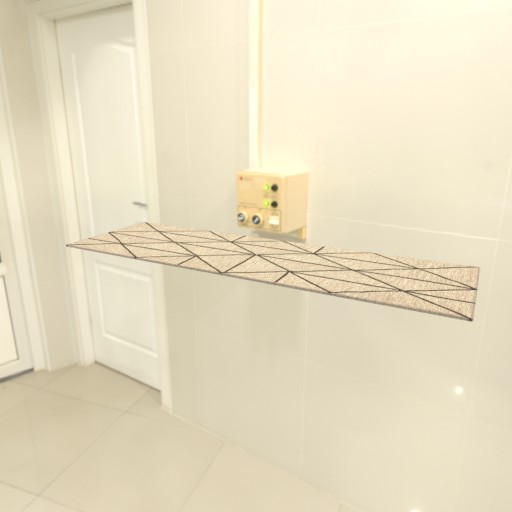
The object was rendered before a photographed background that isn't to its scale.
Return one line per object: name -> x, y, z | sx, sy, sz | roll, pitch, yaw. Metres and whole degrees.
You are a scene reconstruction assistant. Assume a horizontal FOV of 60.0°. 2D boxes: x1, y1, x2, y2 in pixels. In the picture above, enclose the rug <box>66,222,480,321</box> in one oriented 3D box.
rug -> 0.000, 0.000, 2.703 | 2.438, 0.012, 0.762 | 9, 19, 26
